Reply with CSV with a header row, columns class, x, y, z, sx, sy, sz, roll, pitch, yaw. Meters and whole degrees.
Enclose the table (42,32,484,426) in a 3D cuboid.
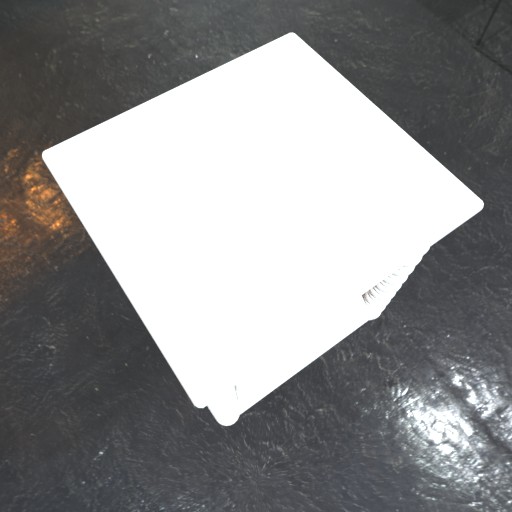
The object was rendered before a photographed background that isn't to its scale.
class,x,y,z,sx,sy,sz,roll,pitch,yaw
table,0.000,0.000,0.965,0.533,0.563,0.500,-32,68,-15
